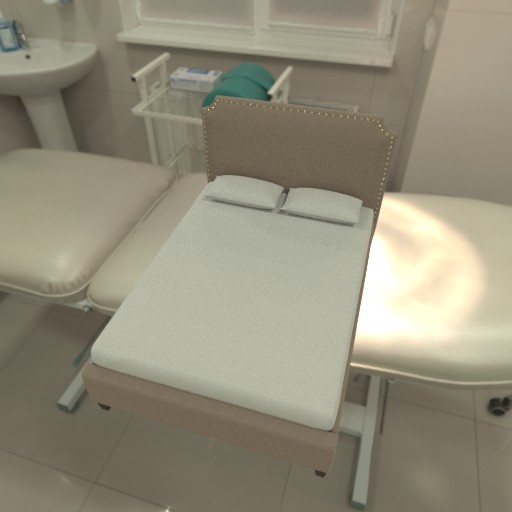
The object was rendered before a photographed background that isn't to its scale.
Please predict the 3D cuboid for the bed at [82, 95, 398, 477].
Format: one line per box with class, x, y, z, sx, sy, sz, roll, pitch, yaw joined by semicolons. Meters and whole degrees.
bed;0.000;0.000;3.375;1.713;1.443;2.372;12;43;13
